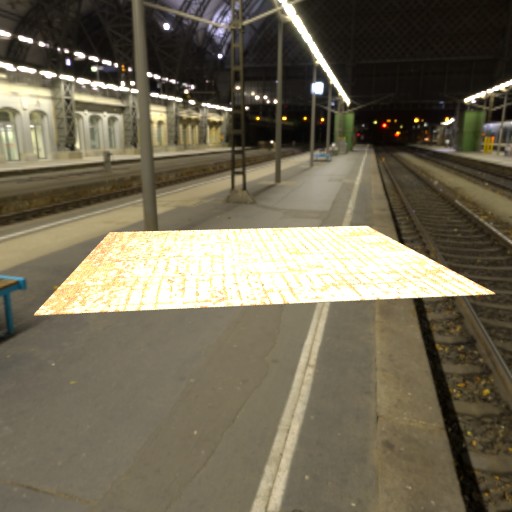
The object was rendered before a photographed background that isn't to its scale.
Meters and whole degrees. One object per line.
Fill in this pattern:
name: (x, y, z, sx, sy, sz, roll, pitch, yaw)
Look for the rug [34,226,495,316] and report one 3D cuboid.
rug: (0.000, 0.000, 4.061, 3.050, 0.011, 2.441, -2, 15, -7)
